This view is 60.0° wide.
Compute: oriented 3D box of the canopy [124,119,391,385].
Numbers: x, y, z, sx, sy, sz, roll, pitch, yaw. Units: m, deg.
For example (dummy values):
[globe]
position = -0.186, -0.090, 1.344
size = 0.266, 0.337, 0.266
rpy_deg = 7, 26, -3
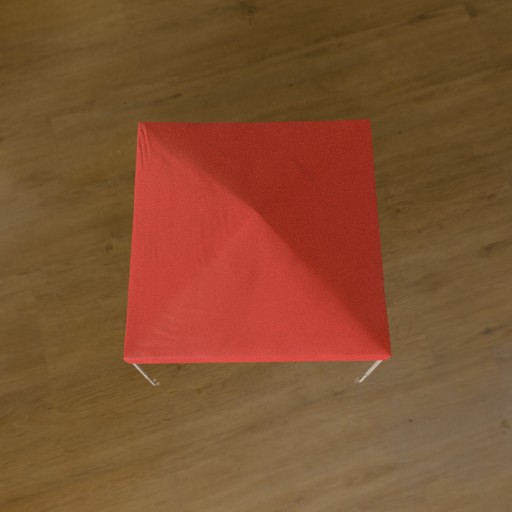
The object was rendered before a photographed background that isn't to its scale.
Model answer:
[canopy]
position = 0.000, 0.000, 6.385
size = 3.599, 3.600, 3.600
rpy_deg = -1, 75, 0
